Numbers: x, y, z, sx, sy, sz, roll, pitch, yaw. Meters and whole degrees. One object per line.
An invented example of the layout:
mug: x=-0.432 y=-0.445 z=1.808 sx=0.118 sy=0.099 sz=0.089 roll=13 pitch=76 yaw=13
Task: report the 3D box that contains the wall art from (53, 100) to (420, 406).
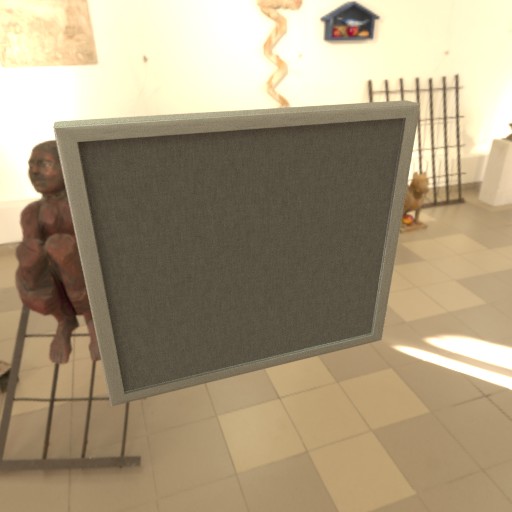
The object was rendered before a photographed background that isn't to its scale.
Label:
wall art: x=0.000 y=0.000 z=0.525 sx=0.380 sy=0.330 sz=0.028 roll=-9 pitch=29 yaw=-17
